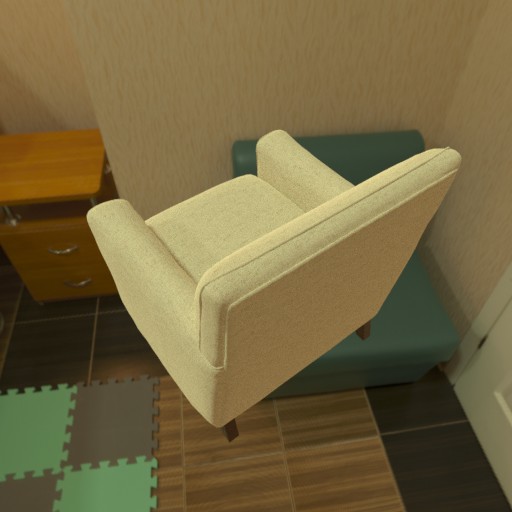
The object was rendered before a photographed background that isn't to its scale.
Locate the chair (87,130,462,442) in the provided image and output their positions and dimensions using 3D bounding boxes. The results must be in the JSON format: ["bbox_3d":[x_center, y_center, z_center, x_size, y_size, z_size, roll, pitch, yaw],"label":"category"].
[{"bbox_3d":[0.000,0.000,1.574,0.870,0.943,0.823,-29,53,-25],"label":"chair"}]
